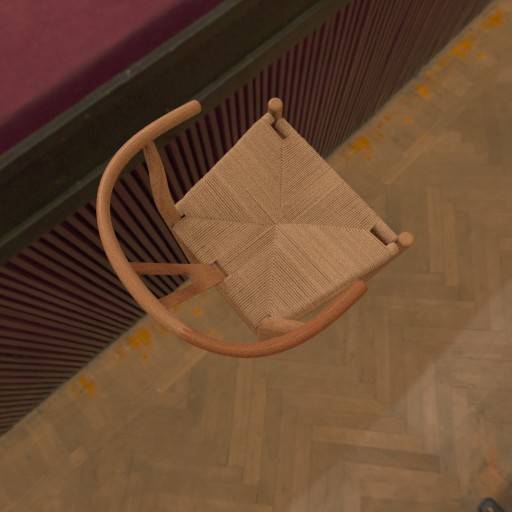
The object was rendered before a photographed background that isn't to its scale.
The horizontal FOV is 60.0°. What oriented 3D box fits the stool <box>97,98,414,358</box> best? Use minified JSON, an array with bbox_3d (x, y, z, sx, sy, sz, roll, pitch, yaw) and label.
[{"bbox_3d":[0.000,0.000,1.253,0.575,0.923,0.536,-39,79,-9],"label":"stool"}]
